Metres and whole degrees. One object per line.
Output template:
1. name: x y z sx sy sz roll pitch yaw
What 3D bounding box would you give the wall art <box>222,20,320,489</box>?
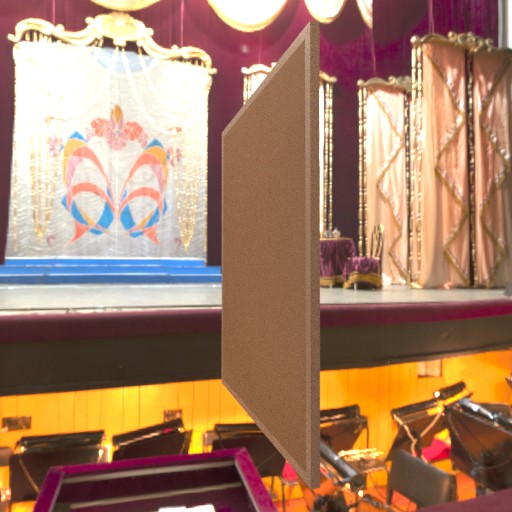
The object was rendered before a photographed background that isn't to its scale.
1. wall art: 0.000 0.000 0.758 0.012 0.557 0.482 0 -1 -17
